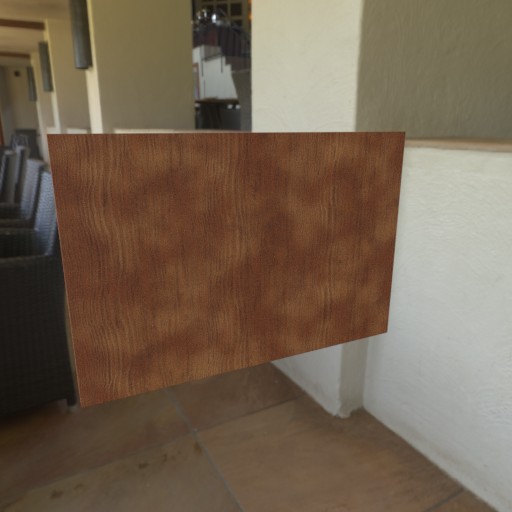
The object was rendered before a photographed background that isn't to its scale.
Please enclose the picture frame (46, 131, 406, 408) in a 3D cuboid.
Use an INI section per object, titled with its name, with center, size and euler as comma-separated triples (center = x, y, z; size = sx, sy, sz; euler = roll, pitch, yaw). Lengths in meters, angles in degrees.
[picture frame]
center = 0.000, 0.000, 1.193
size = 0.950, 0.640, 0.029
euler = -8, 18, -25
